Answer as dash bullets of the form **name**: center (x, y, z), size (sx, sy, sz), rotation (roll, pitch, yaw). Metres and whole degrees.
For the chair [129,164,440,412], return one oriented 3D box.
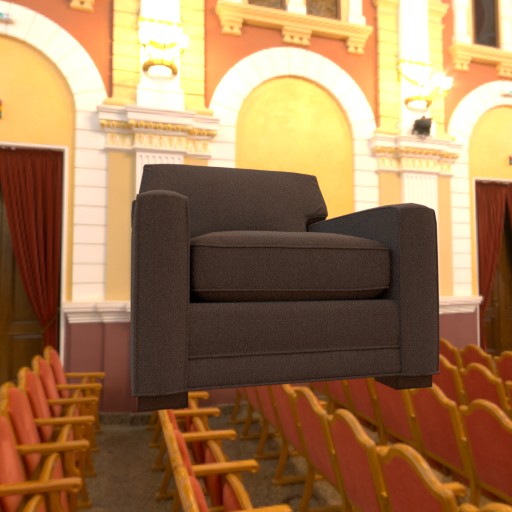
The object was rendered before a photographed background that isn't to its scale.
- **chair**: center (0.000, 0.000, 1.839), size (0.997, 0.913, 1.043), rotation (1, -2, -16)
